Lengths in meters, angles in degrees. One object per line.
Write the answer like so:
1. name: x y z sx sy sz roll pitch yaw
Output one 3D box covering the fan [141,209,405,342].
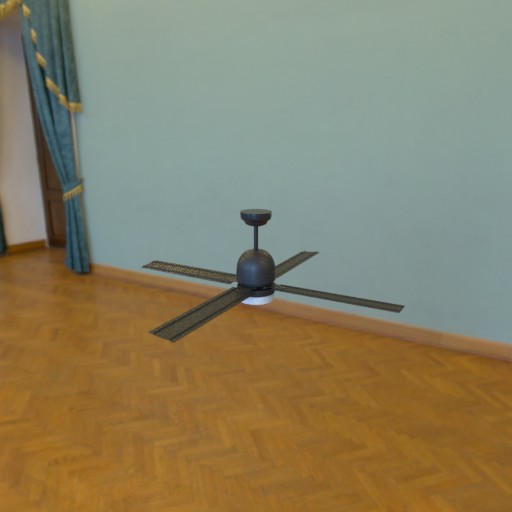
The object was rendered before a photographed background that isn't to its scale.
1. fan: 0.000 0.000 2.017 1.319 0.410 1.319 8 17 27
